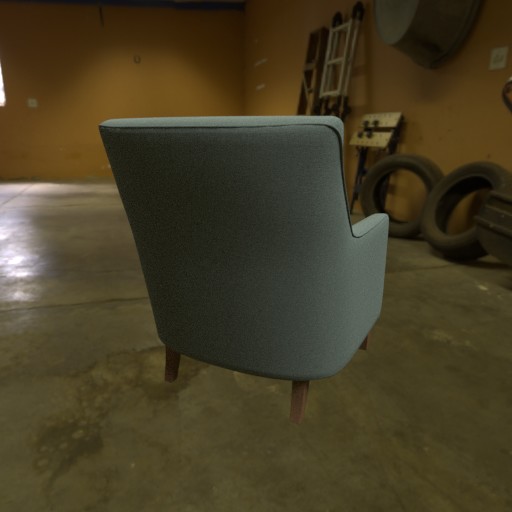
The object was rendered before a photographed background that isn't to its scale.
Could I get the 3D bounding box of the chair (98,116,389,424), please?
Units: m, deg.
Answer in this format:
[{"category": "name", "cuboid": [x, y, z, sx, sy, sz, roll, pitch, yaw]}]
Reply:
[{"category": "chair", "cuboid": [0.000, 0.000, 1.561, 0.756, 0.916, 0.879, 8, 18, 27]}]
